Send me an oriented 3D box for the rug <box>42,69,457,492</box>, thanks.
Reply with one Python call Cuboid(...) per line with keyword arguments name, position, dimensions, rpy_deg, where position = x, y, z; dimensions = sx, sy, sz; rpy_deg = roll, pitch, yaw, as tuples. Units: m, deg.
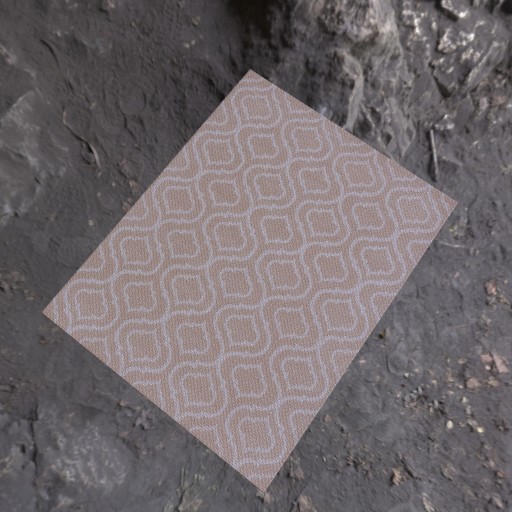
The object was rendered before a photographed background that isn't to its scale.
Cuboid(name="rug", position=(0.000, 0.000, 3.794), dimensions=(2.286, 0.013, 2.894), rpy_deg=(36, 79, 8))
